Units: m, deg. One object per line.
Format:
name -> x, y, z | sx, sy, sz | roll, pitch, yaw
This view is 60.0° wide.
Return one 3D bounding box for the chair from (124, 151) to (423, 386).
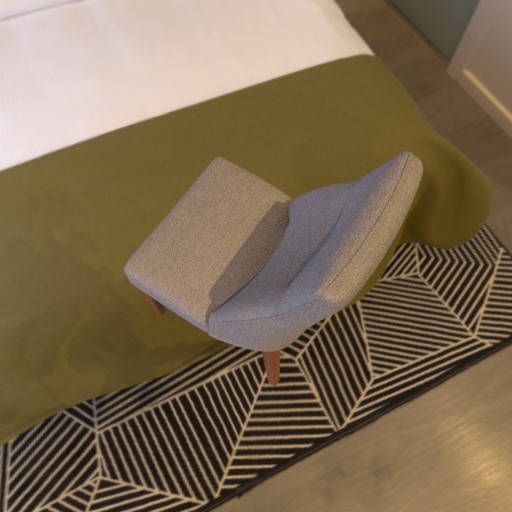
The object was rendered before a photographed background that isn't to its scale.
chair -> 0.000, 0.000, 1.293 | 0.620, 0.930, 0.500 | 30, 68, 13
